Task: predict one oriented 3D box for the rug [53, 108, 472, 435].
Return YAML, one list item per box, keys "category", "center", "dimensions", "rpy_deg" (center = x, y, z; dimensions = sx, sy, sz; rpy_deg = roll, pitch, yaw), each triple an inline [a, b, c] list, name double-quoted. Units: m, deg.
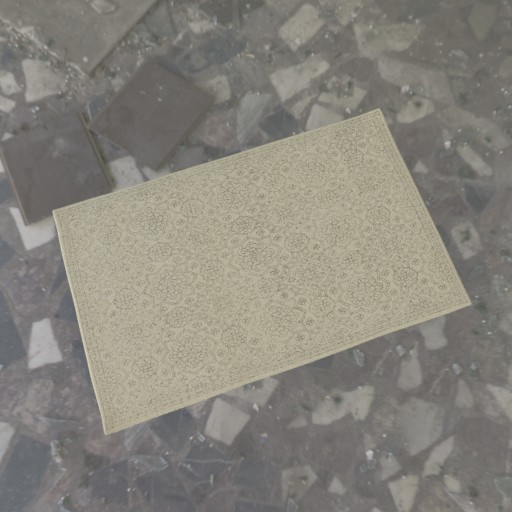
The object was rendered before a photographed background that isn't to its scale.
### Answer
- category: "rug"
  center: [0.000, 0.000, 2.350]
  dimensions: [1.947, 0.023, 1.214]
  rpy_deg: [-18, 76, -5]
